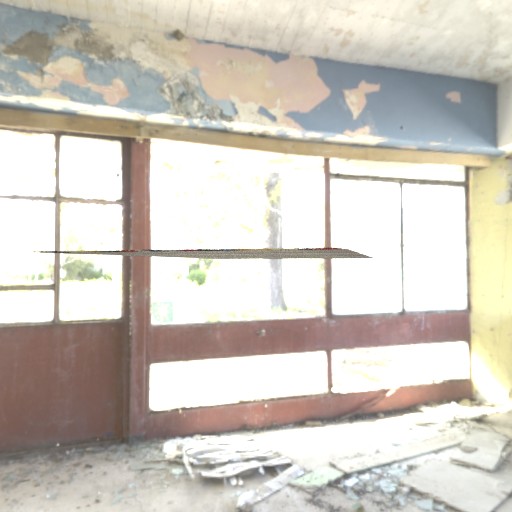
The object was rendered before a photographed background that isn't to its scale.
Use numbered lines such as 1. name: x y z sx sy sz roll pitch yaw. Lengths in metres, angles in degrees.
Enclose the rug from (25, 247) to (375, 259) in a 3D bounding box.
1. rug: 0.000 0.000 2.971 1.465 0.012 2.465 0 -1 18
